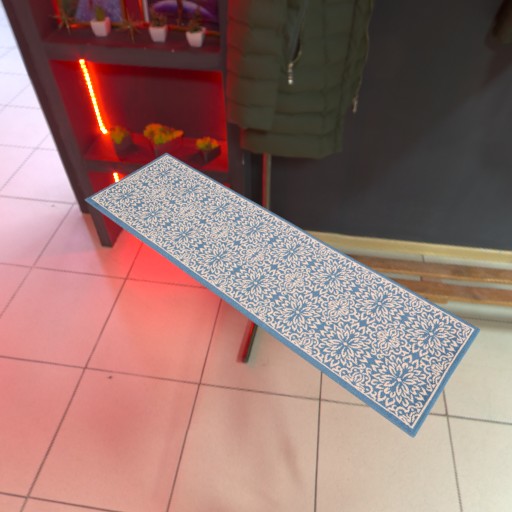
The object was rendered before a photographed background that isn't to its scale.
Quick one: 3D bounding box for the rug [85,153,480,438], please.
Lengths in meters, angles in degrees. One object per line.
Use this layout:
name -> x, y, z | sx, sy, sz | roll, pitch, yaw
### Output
rug -> 0.000, 0.000, 2.383 | 2.196, 0.011, 0.662 | 32, 55, 26
